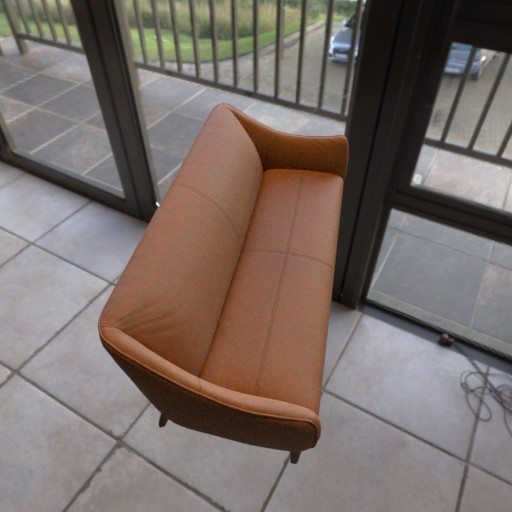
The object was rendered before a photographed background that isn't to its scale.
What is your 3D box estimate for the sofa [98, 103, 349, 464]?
[{"bbox_3d":[0.000,0.000,2.388,0.869,0.830,1.928,8,47,8],"label":"sofa"}]
